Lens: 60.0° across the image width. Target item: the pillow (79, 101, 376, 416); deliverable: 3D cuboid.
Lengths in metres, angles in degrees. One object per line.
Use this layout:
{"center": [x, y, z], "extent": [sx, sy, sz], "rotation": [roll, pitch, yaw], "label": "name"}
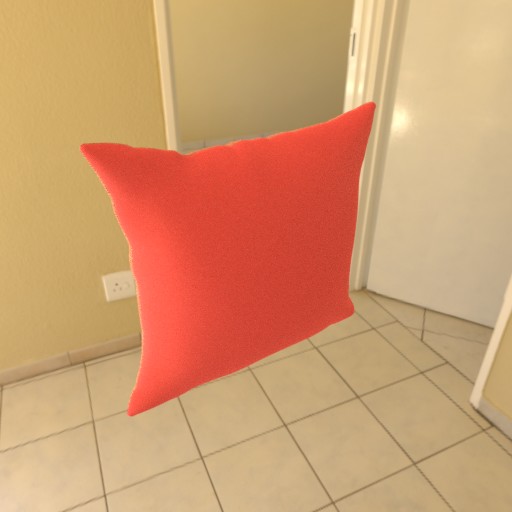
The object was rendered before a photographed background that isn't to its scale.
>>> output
{"center": [0.000, 0.000, 0.814], "extent": [0.559, 0.501, 0.229], "rotation": [-19, 35, -29], "label": "pillow"}
